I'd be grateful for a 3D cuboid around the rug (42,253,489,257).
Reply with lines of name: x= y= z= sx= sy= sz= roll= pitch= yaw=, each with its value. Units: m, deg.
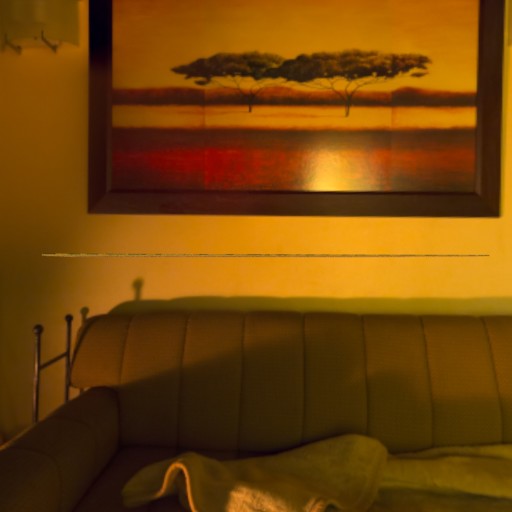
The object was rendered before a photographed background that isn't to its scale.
rug: x=0.000 y=0.000 z=3.002 sx=2.447 sy=0.011 sz=1.520 roll=0 pitch=0 yaw=-18
